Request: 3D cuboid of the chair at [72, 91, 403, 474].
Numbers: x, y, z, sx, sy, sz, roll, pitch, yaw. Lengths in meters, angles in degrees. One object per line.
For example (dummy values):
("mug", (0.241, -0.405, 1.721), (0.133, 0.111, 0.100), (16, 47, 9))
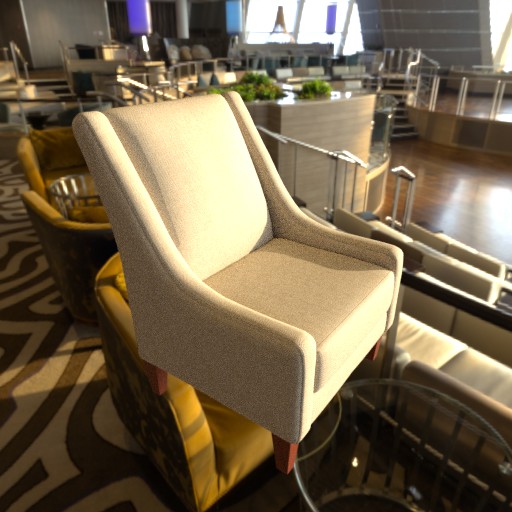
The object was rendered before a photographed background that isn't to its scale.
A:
("chair", (0.000, 0.000, 1.599), (0.870, 1.014, 0.774), (18, 32, 32))
